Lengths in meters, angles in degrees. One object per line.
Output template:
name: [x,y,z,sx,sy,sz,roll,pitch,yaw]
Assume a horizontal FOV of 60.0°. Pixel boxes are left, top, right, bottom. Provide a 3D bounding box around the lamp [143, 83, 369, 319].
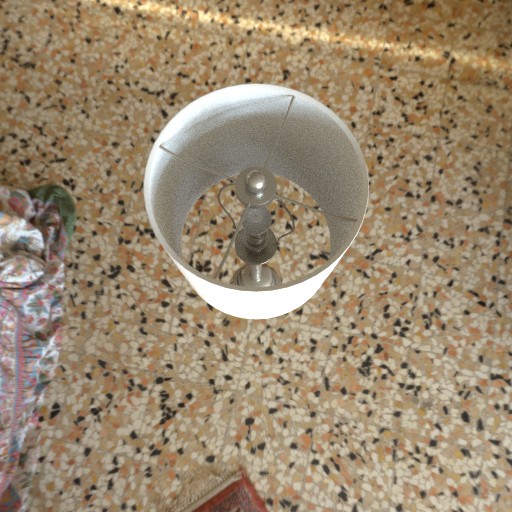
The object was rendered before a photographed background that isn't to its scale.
lamp: [0.000,0.000,0.819,0.254,0.690,0.254,21,76,5]
